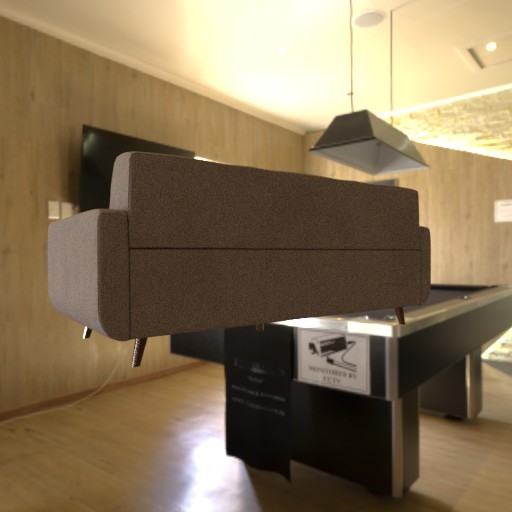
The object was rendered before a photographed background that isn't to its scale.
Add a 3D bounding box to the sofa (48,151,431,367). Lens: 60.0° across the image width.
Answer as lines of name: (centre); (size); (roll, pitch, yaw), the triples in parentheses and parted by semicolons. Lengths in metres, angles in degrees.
sofa: (0.000, 0.000, 2.510); (2.029, 0.841, 0.909); (0, 1, -36)
